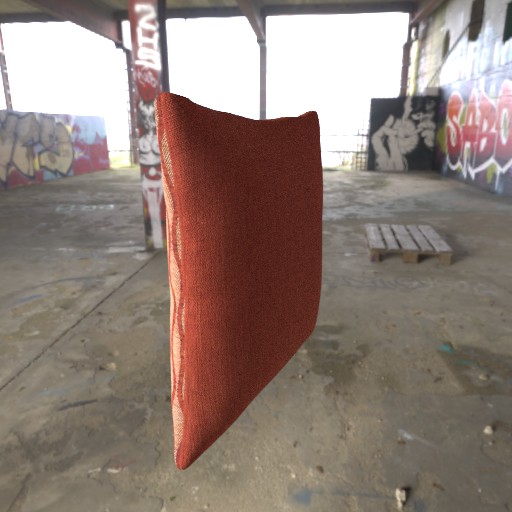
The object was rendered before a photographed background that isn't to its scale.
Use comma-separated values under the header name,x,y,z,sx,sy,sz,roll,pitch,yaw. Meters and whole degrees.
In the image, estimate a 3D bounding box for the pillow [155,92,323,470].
name,x,y,z,sx,sy,sz,roll,pitch,yaw
pillow,0.000,0.000,0.662,0.159,0.434,0.429,8,18,25
